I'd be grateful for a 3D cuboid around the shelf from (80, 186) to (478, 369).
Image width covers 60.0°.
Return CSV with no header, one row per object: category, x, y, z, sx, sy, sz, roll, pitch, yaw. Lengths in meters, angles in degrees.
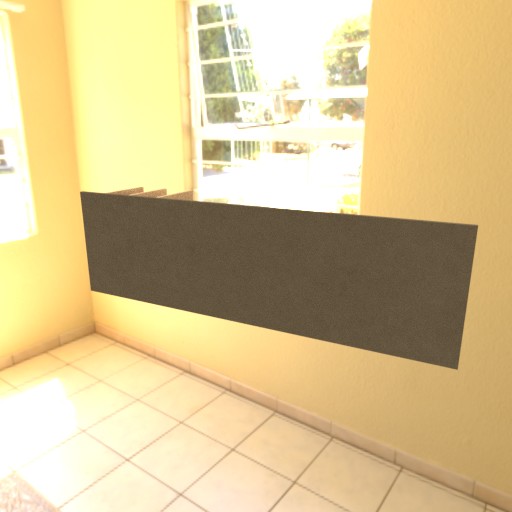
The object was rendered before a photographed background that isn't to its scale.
shelf,0.000,0.000,1.167,1.020,0.300,0.200,8,18,25
